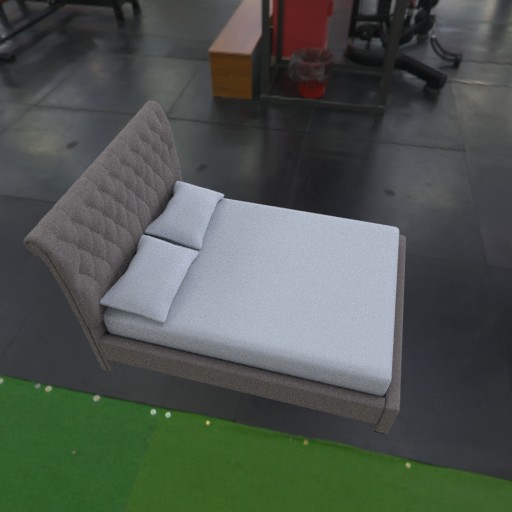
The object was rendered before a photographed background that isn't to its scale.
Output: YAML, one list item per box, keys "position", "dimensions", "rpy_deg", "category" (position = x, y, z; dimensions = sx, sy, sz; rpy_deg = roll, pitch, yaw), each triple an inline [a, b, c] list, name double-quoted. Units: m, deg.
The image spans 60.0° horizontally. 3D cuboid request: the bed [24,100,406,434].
- position: [0.000, 0.000, 3.269]
  dimensions: [2.252, 1.371, 1.645]
  rpy_deg: [11, 47, 10]
  category: "bed"
